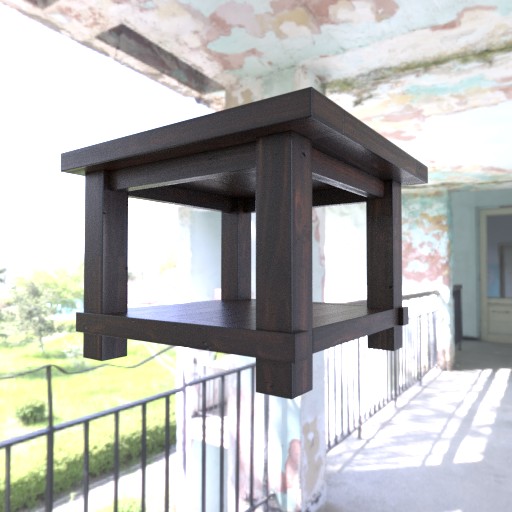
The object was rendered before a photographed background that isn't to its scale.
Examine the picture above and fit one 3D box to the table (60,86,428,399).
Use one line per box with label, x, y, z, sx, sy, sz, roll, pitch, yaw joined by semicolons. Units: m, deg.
table;0.000;0.000;1.007;0.606;0.437;0.593;-1;-2;35
